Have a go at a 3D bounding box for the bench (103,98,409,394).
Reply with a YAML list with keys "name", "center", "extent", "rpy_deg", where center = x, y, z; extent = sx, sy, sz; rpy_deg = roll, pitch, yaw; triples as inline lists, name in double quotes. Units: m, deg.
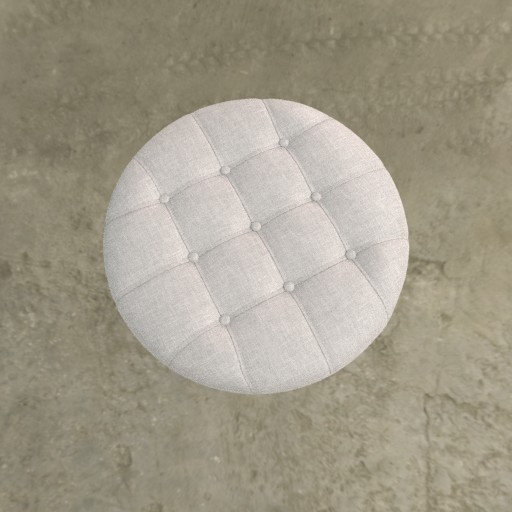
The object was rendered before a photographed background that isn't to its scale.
- name: "bench"
  center: [0.000, 0.000, 1.021]
  extent: [0.600, 0.453, 0.600]
  rpy_deg: [0, 75, 0]
